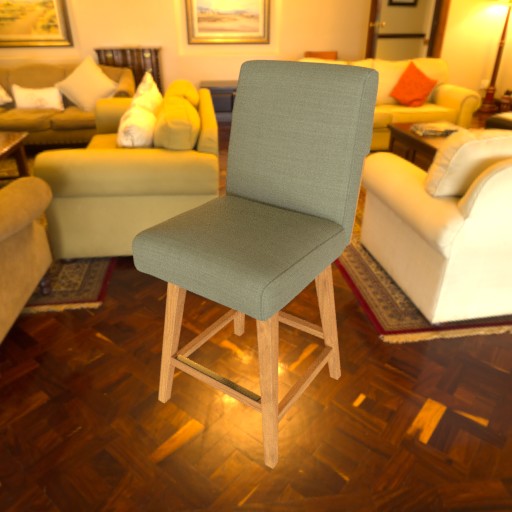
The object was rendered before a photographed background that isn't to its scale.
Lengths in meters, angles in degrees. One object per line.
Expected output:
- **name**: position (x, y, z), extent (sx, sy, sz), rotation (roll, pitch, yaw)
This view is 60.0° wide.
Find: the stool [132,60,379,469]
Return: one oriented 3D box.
- **stool**: position (0.000, 0.000, 1.308), extent (0.459, 1.019, 0.570), rotation (18, 34, 30)
